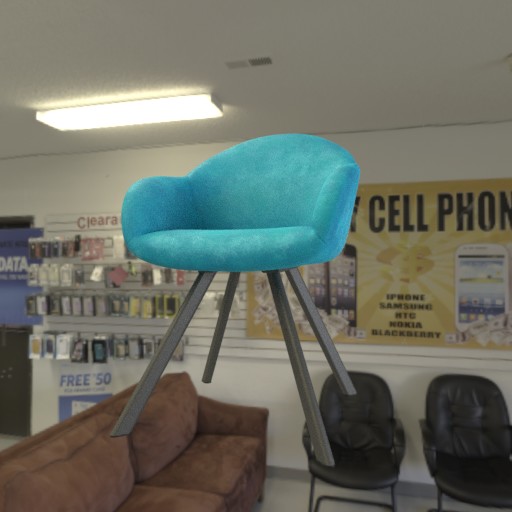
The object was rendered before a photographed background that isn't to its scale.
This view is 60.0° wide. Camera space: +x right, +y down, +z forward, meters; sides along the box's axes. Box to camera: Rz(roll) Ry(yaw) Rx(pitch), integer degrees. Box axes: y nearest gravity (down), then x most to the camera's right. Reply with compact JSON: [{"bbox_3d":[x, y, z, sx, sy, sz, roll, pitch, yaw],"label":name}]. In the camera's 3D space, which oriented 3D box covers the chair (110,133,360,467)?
[{"bbox_3d":[0.000,0.000,1.179,0.550,0.795,0.590,0,-1,18],"label":"chair"}]
